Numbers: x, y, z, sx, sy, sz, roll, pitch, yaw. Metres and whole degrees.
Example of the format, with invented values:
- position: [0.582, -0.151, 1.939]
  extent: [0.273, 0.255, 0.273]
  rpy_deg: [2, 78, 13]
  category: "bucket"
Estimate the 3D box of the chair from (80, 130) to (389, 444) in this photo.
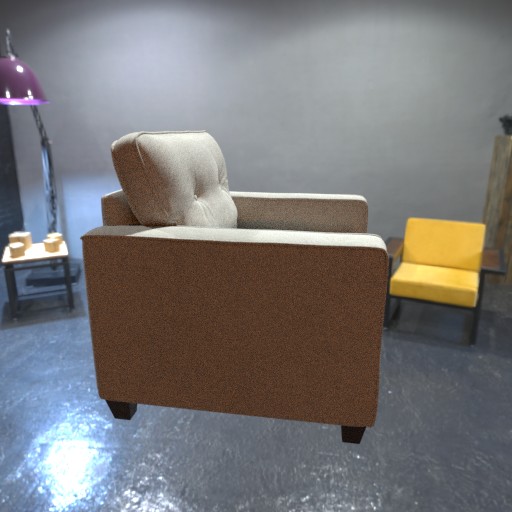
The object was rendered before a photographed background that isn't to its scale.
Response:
- position: [0.000, 0.000, 1.776]
  extent: [0.939, 0.965, 1.015]
  rpy_deg: [3, 16, 9]
  category: "chair"
